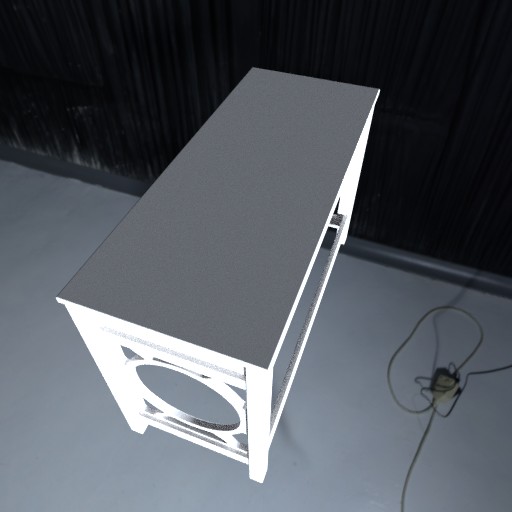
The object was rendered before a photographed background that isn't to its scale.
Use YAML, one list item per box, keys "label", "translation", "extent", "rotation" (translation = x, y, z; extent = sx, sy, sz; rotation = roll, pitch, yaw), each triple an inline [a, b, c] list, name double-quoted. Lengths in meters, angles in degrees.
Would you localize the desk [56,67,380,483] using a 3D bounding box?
- label: "desk"
  translation: [0.000, 0.000, 1.565]
  extent: [0.504, 0.762, 1.191]
  rotation: [16, 49, 14]
